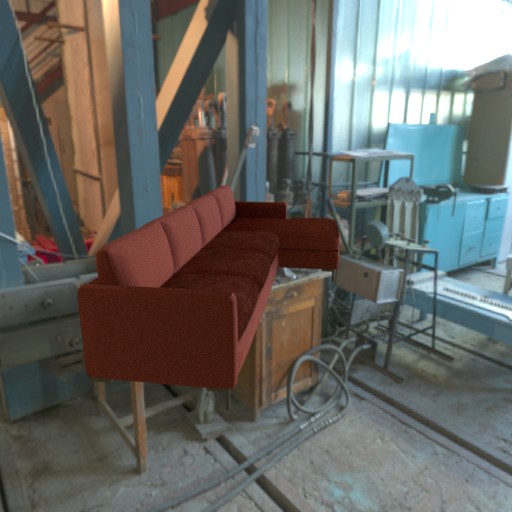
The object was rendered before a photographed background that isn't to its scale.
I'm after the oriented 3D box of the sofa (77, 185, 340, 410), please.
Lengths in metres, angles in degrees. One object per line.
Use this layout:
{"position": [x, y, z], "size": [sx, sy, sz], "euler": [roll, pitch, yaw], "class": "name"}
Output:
{"position": [0.000, 0.000, 3.489], "size": [1.350, 0.810, 2.932], "euler": [2, 16, 9], "class": "sofa"}
